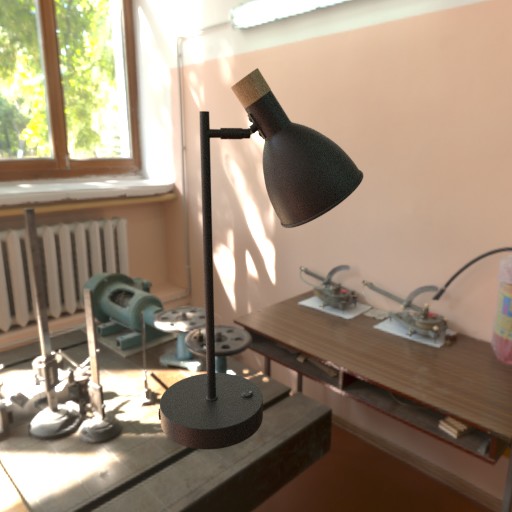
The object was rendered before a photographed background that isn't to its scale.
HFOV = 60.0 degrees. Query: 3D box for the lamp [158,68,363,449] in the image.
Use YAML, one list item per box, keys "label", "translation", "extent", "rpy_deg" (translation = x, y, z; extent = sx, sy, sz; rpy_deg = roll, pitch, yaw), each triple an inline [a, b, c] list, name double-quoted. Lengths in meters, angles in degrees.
- label: "lamp"
  translation: [0.000, 0.000, 0.612]
  extent: [0.287, 0.483, 0.152]
  rpy_deg: [-2, 14, -10]
